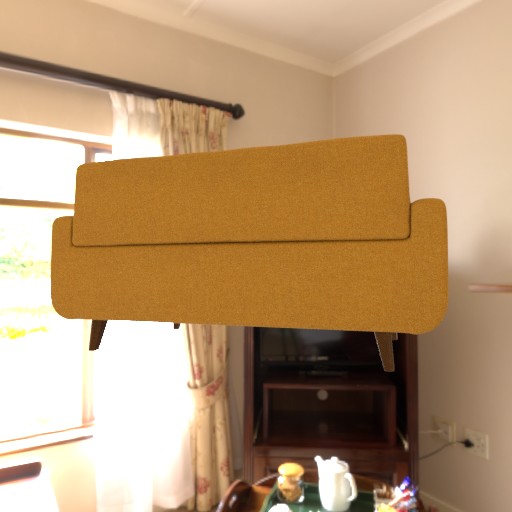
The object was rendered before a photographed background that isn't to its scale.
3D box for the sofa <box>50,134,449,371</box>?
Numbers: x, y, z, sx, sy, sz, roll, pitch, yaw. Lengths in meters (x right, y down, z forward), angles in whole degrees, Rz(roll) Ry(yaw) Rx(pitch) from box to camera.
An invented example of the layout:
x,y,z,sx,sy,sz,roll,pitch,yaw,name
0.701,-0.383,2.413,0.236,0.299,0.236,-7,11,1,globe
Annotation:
x,y,z,sx,sy,sz,roll,pitch,yaw,name
0.000,0.000,2.132,1.631,0.841,0.909,-1,-2,19,sofa
